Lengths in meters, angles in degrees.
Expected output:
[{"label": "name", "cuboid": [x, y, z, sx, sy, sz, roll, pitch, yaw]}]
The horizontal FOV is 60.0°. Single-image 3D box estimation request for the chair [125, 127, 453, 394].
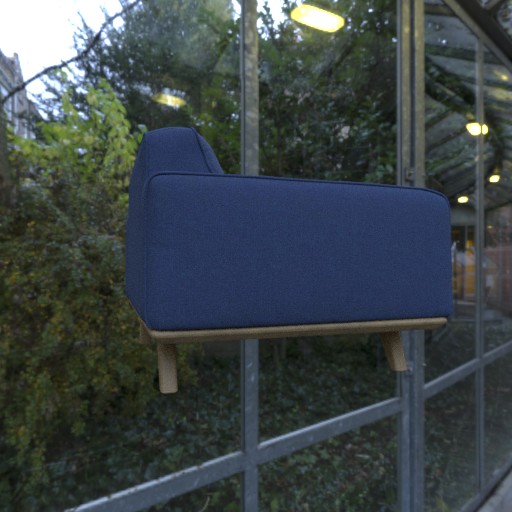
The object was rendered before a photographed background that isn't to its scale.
[{"label": "chair", "cuboid": [0.000, 0.000, 1.753, 0.953, 0.783, 1.118, 0, -1, -19]}]
